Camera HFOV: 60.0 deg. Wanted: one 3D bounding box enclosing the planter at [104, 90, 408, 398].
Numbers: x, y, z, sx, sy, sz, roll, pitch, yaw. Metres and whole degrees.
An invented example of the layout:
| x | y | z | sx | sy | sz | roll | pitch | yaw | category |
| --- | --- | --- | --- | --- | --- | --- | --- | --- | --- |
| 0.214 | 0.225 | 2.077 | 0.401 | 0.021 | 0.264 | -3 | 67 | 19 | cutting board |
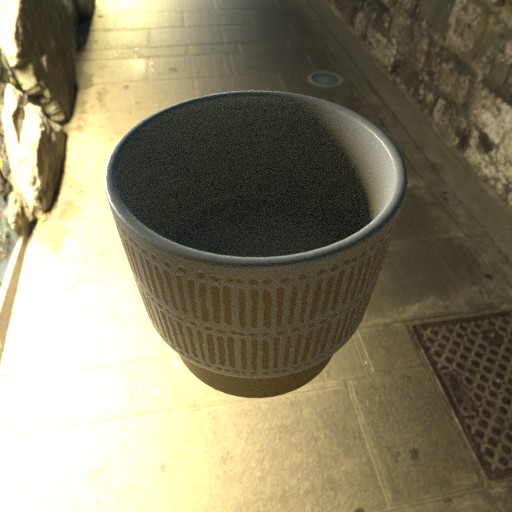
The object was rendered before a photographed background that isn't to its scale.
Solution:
| x | y | z | sx | sy | sz | roll | pitch | yaw | category |
| --- | --- | --- | --- | --- | --- | --- | --- | --- | --- |
| 0.000 | 0.000 | 0.581 | 0.317 | 0.303 | 0.317 | 0 | 46 | 0 | planter |
